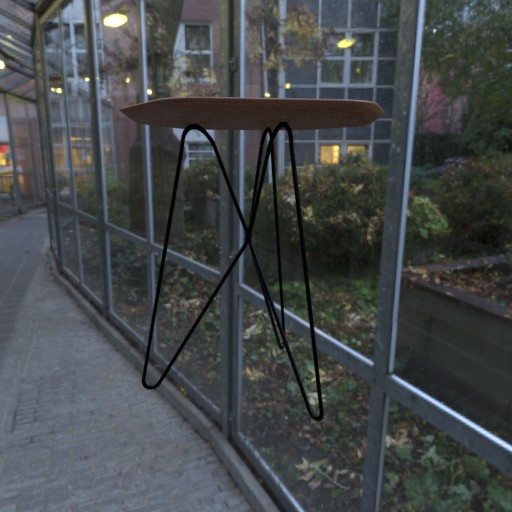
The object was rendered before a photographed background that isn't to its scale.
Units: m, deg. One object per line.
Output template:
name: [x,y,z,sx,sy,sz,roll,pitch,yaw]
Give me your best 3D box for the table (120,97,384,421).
table: [0.000,0.000,0.901,0.500,0.562,0.400,-2,13,-8]
